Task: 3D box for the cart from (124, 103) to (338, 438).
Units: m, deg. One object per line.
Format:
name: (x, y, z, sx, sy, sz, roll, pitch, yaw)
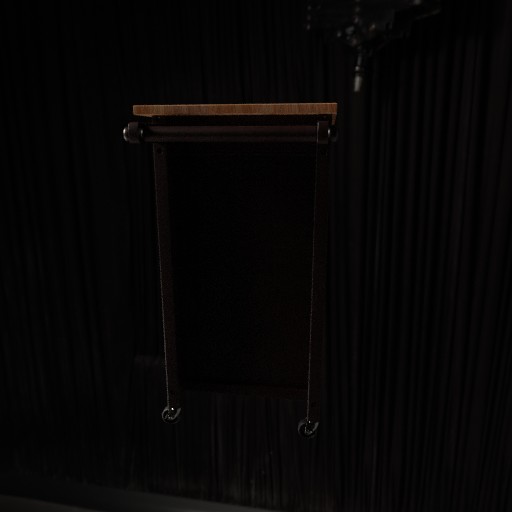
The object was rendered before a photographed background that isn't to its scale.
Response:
cart: (0.000, 0.000, 1.426, 0.472, 0.878, 0.914, 2, 15, 9)
